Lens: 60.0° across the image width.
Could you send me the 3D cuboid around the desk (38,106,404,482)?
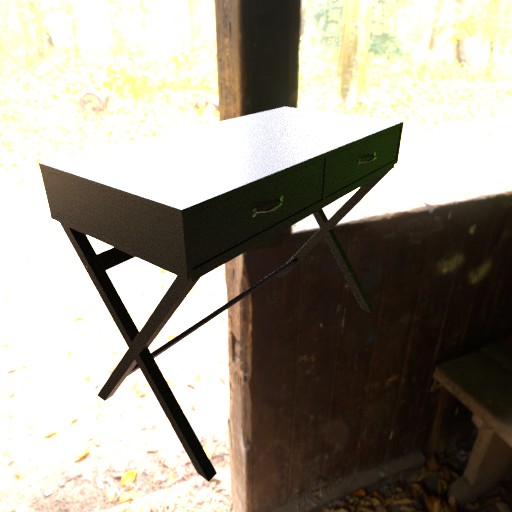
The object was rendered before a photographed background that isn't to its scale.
[{"bbox_3d":[0.000,0.000,1.489,0.525,0.780,1.057,20,34,33],"label":"desk"}]
